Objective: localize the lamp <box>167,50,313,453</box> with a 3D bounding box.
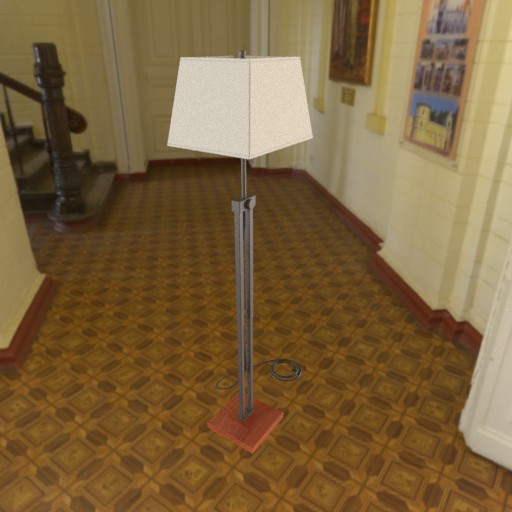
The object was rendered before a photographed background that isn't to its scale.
[{"bbox_3d":[0.000,0.000,2.026,0.472,1.712,0.745,17,31,31],"label":"lamp"}]
